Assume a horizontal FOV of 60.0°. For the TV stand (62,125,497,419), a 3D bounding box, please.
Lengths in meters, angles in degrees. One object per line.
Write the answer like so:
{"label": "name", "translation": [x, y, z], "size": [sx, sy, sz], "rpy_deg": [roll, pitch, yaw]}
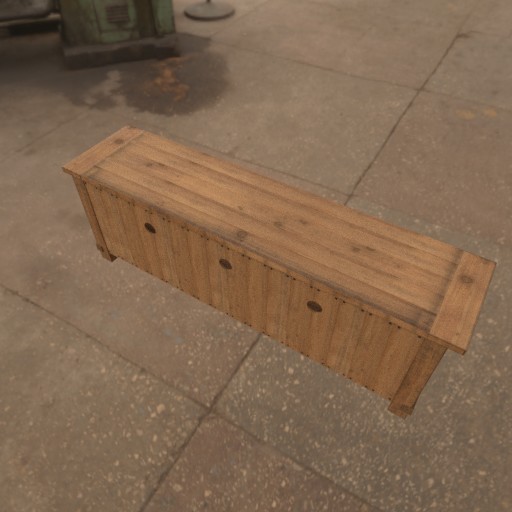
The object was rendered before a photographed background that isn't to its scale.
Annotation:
{"label": "TV stand", "translation": [0.000, 0.000, 2.022], "size": [1.804, 0.573, 0.453], "rpy_deg": [24, 51, 21]}
